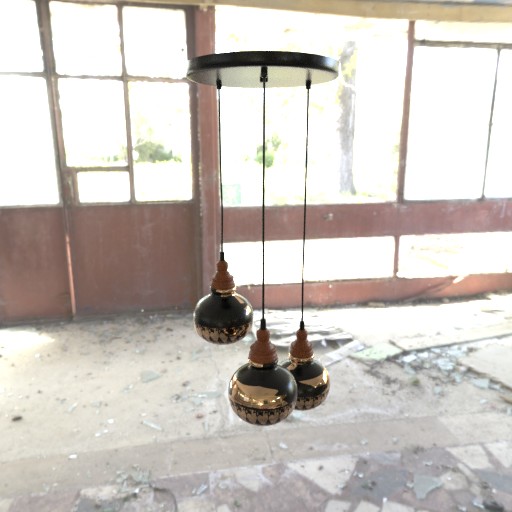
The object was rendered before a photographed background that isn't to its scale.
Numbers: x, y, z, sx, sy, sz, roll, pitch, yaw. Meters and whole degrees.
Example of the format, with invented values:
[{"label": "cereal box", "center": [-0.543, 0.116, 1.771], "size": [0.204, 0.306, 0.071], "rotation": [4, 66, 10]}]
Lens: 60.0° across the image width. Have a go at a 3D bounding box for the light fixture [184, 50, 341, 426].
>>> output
[{"label": "light fixture", "center": [0.000, 0.000, 1.777], "size": [0.605, 1.410, 0.608], "rotation": [7, 15, 26]}]
